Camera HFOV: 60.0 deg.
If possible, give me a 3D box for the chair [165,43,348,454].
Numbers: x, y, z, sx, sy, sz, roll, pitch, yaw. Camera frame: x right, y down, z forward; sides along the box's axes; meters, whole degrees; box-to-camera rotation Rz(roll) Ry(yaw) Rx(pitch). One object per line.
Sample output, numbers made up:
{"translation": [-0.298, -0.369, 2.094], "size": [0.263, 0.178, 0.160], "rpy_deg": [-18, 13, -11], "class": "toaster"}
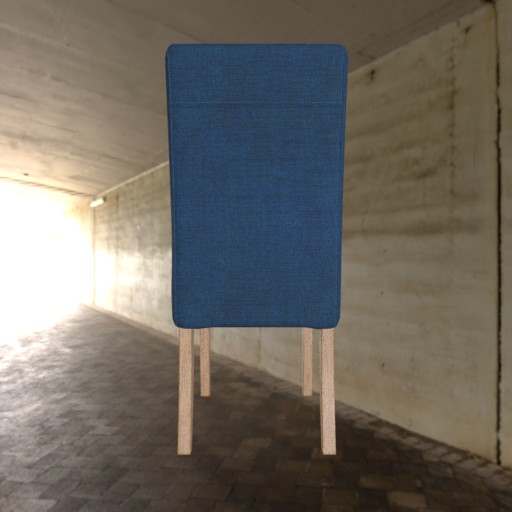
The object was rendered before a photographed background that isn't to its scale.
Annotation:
{"translation": [0.000, 0.000, 1.351], "size": [0.450, 1.029, 0.610], "rpy_deg": [0, 0, 0], "class": "chair"}
